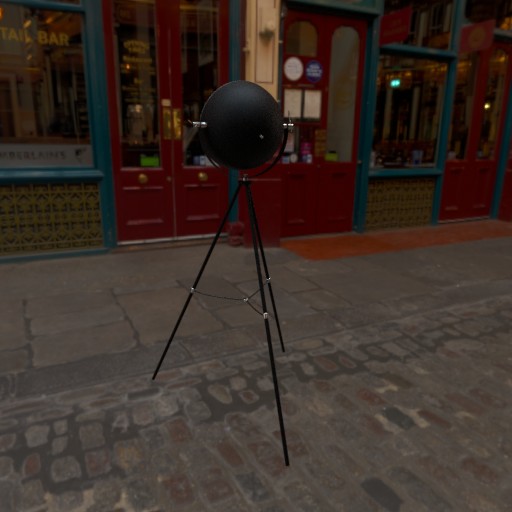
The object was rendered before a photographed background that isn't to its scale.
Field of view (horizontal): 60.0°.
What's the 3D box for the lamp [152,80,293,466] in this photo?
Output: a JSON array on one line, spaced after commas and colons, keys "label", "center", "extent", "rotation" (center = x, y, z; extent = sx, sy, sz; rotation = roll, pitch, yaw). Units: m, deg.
[{"label": "lamp", "center": [0.000, 0.000, 2.019], "extent": [0.817, 1.512, 0.920], "rotation": [-7, 16, -26]}]
